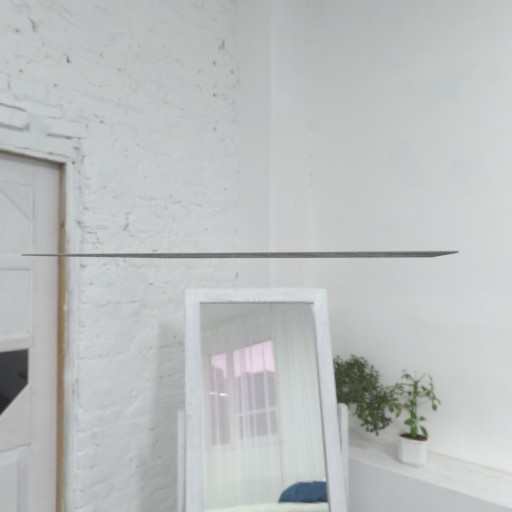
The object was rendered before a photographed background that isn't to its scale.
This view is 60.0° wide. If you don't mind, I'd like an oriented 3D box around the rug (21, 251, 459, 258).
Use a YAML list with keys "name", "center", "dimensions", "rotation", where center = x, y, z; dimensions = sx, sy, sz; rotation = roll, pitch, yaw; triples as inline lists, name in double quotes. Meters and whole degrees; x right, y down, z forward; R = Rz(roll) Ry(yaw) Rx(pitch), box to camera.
- name: "rug"
  center: [0.000, 0.000, 4.272]
  dimensions: [3.307, 0.013, 2.393]
  rotation: [0, -1, 18]
